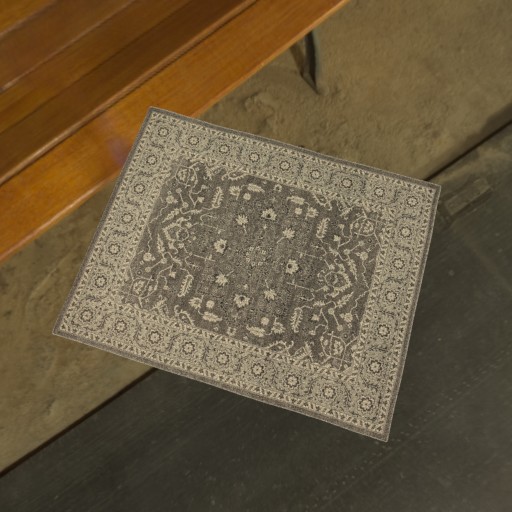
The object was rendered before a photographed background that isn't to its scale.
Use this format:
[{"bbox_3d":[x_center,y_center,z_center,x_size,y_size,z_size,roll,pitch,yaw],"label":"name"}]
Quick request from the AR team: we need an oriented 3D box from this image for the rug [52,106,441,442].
[{"bbox_3d":[0.000,0.000,4.155,3.069,0.026,2.451,17,75,5],"label":"rug"}]
